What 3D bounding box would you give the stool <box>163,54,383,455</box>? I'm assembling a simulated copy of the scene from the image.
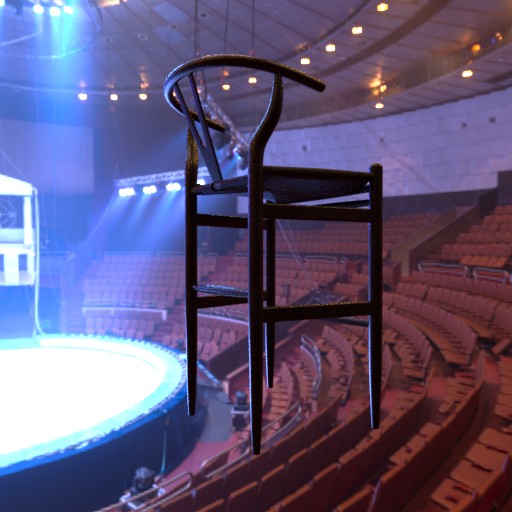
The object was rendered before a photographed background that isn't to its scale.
[{"bbox_3d":[0.000,0.000,1.429,0.579,1.072,0.569,0,0,-37],"label":"stool"}]
